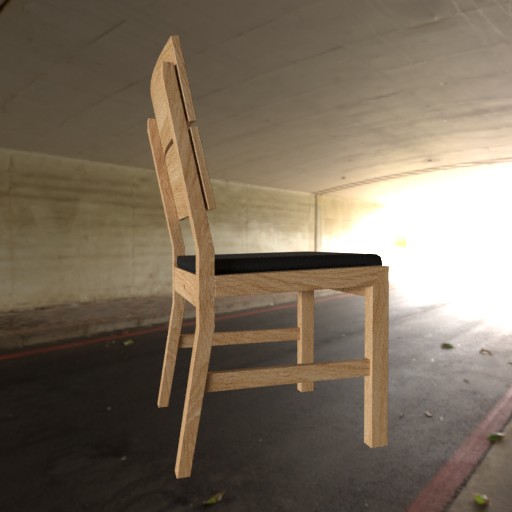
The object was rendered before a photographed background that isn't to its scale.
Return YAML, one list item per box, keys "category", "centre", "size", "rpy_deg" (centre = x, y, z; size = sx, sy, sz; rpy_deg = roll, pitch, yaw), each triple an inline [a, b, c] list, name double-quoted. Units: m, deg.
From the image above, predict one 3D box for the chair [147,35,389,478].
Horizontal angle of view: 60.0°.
- category: "chair"
  centre: [0.000, 0.000, 1.250]
  size: [0.569, 0.950, 0.475]
  rpy_deg: [0, 2, -17]
